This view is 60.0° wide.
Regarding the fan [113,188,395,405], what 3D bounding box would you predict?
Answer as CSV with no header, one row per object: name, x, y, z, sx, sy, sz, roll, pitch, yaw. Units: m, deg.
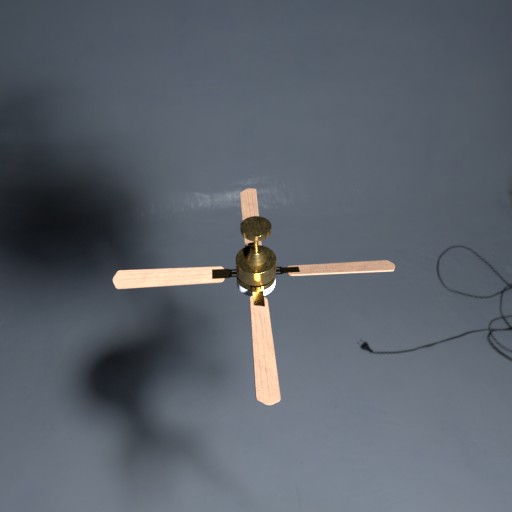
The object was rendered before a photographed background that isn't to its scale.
fan,0.000,0.000,1.998,1.320,0.355,1.320,-3,45,-3
